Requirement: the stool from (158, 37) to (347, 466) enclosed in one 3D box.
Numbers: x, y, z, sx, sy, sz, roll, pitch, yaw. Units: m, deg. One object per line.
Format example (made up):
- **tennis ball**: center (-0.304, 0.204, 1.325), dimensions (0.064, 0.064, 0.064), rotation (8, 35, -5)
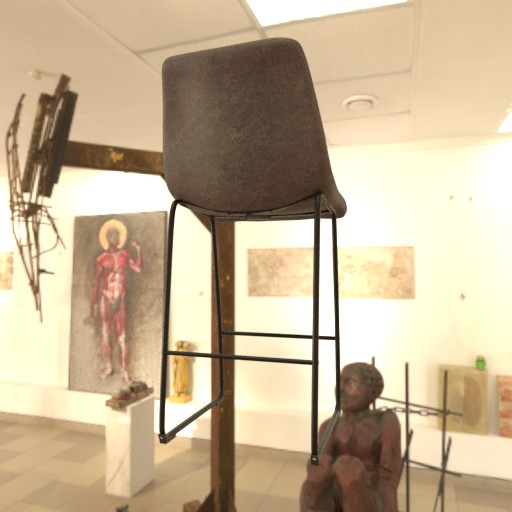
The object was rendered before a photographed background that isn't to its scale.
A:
- **stool**: center (0.000, 0.000, 1.385), dimensions (0.514, 1.082, 0.561), rotation (0, -1, 18)
